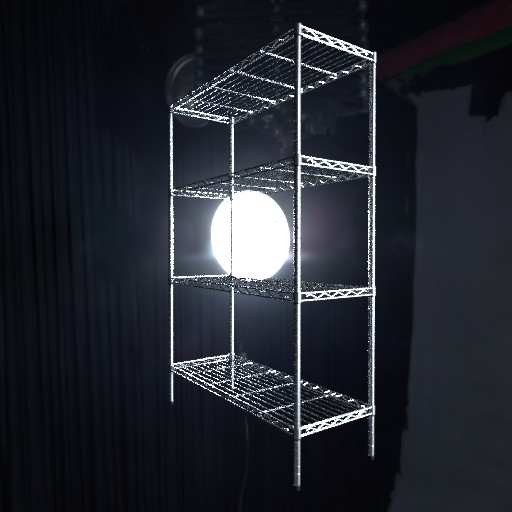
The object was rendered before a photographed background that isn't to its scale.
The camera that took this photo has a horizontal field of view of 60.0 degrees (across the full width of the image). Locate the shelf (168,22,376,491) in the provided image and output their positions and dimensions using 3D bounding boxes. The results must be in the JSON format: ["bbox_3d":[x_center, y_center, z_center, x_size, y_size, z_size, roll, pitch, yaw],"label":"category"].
[{"bbox_3d":[0.000,0.000,1.751,0.352,1.360,0.907,-1,1,-35],"label":"shelf"}]
